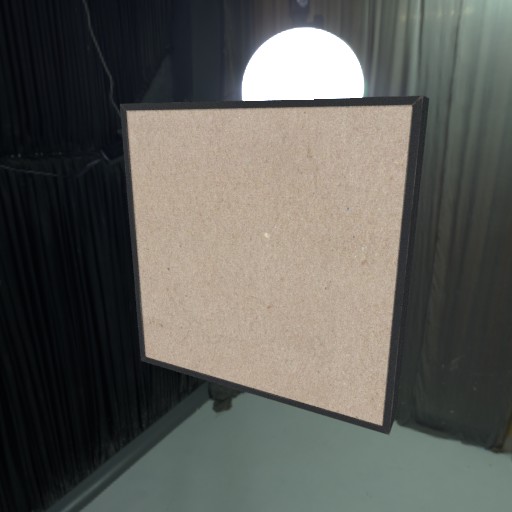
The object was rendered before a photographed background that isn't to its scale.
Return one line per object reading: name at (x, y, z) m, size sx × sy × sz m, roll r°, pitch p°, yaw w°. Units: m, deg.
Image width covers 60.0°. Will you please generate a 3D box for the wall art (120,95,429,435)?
wall art at (0.000, 0.000, 0.462) m, size 0.305 × 0.305 × 0.038 m, roll 8°, pitch 18°, yaw 26°
